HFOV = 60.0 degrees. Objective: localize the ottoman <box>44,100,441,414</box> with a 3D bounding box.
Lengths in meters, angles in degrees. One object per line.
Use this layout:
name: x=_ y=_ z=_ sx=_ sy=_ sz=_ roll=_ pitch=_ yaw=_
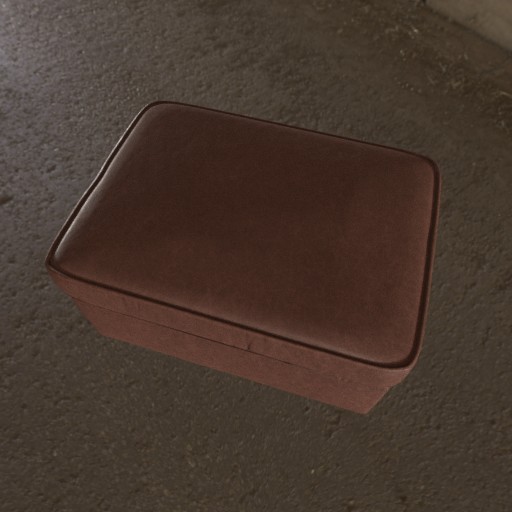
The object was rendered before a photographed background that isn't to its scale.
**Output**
ottoman: x=0.000 y=0.000 z=1.090 sx=0.749 sy=0.449 sz=0.548 roll=15 pitch=59 yaw=9
